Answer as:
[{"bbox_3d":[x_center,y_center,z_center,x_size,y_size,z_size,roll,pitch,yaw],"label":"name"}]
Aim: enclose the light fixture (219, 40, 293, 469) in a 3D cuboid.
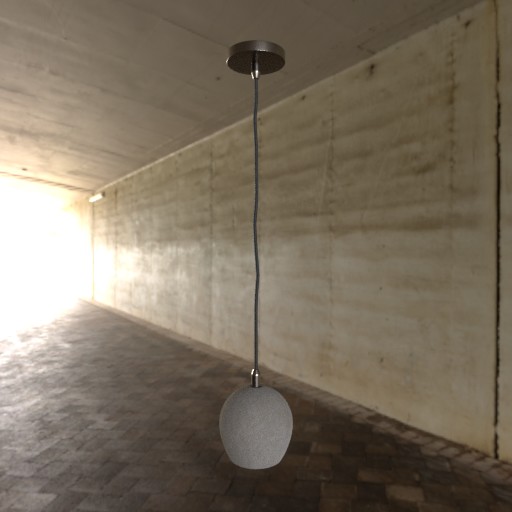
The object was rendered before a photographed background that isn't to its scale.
[{"bbox_3d":[0.000,0.000,0.841,0.139,0.764,0.139,0,0,0],"label":"light fixture"}]
